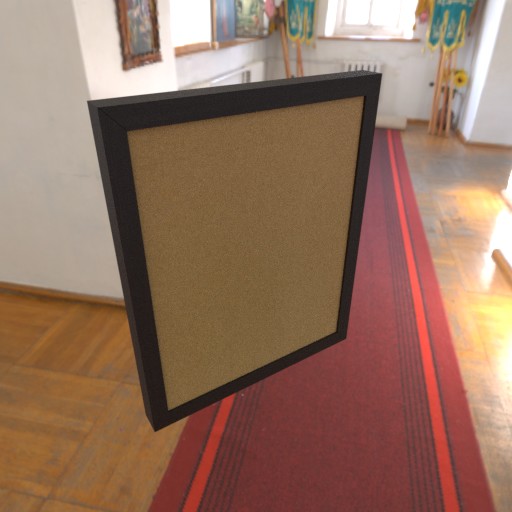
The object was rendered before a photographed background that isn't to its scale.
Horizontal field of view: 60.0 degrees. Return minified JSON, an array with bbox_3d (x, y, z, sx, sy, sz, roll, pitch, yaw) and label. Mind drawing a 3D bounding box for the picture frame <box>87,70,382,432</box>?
[{"bbox_3d":[0.000,0.000,0.761,0.452,0.555,0.044,-18,35,-28],"label":"picture frame"}]
